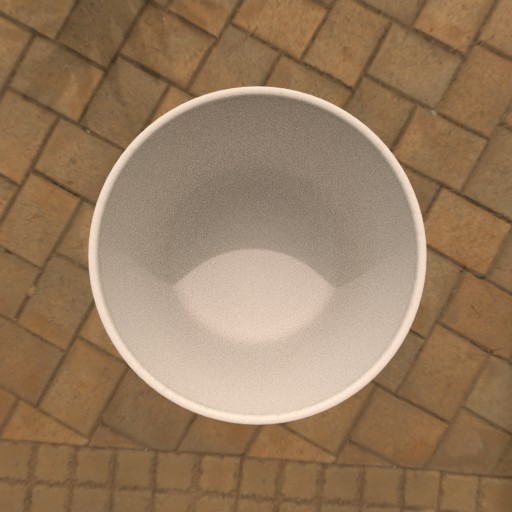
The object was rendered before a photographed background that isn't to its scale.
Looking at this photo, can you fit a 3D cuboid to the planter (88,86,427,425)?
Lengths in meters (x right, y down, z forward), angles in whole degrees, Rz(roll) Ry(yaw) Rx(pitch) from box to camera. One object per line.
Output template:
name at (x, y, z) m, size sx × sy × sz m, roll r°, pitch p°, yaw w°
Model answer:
planter at (0.000, 0.000, 0.772) m, size 0.440 × 0.398 × 0.440 m, roll 0°, pitch 90°, yaw -1°
